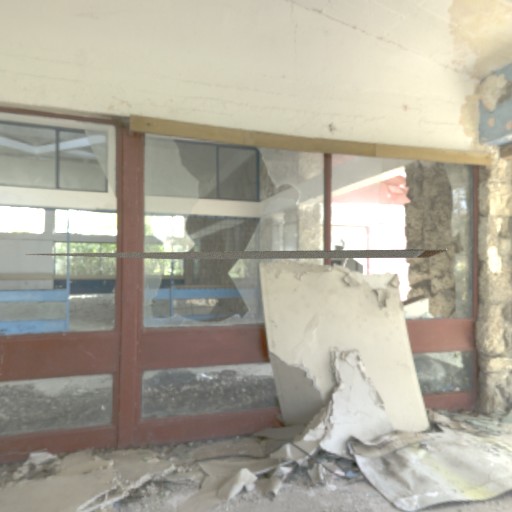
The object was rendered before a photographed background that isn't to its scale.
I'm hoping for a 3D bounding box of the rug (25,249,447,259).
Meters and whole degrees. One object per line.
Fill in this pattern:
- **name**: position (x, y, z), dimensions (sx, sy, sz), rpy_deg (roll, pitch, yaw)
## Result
- **rug**: position (0.000, 0.000, 3.500), dimensions (2.651, 0.010, 1.971), rpy_deg (0, -1, 19)
